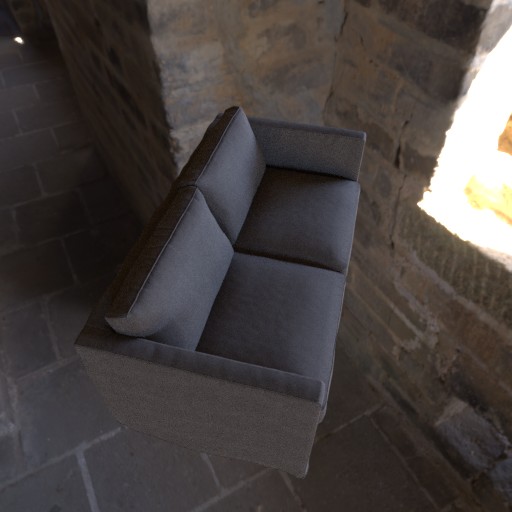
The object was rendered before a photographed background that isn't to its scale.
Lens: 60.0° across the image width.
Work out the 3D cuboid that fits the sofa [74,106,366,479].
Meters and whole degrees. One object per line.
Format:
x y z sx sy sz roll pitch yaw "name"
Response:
0.000 0.000 2.354 0.974 0.854 1.802 11 47 10 "sofa"
